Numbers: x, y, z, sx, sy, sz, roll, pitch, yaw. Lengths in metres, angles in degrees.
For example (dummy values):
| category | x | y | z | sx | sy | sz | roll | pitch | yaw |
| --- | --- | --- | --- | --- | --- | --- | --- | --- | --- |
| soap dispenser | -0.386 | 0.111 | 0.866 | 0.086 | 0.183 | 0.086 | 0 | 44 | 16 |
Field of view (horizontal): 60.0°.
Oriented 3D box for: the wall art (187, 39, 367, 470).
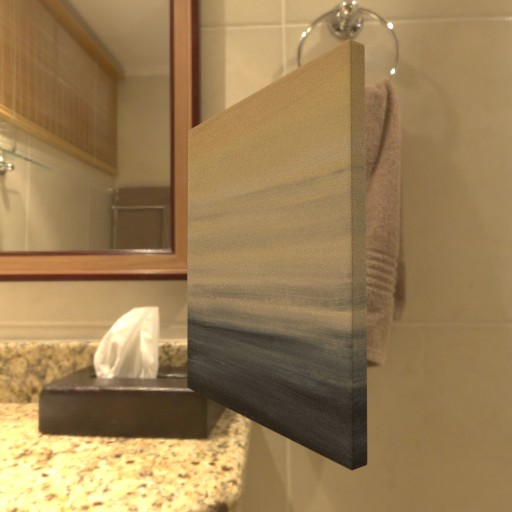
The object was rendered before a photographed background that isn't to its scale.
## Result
| category | x | y | z | sx | sy | sz | roll | pitch | yaw |
| --- | --- | --- | --- | --- | --- | --- | --- | --- | --- |
| wall art | 0.000 | 0.000 | 0.985 | 0.041 | 0.710 | 0.608 | 1 | -2 | -35 |
